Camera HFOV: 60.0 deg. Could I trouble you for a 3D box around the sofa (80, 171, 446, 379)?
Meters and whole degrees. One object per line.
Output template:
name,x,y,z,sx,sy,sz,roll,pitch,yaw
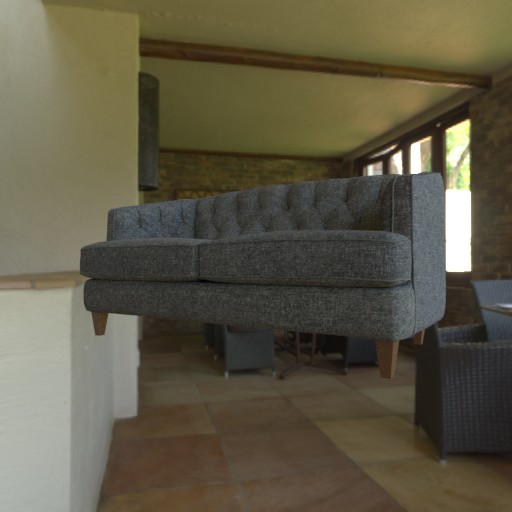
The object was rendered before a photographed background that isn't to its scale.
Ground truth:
sofa,0.000,0.000,2.261,1.733,0.855,0.941,-1,-1,35
